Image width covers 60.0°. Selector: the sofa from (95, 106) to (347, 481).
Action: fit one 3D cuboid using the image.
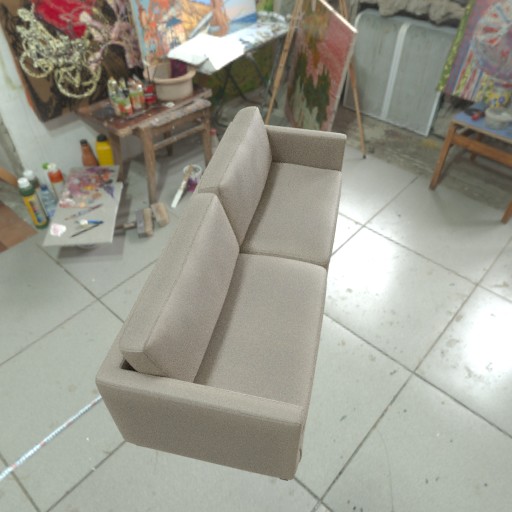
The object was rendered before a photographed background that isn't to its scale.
[{"bbox_3d":[0.000,0.000,2.837,0.951,0.968,2.361,9,46,9],"label":"sofa"}]
